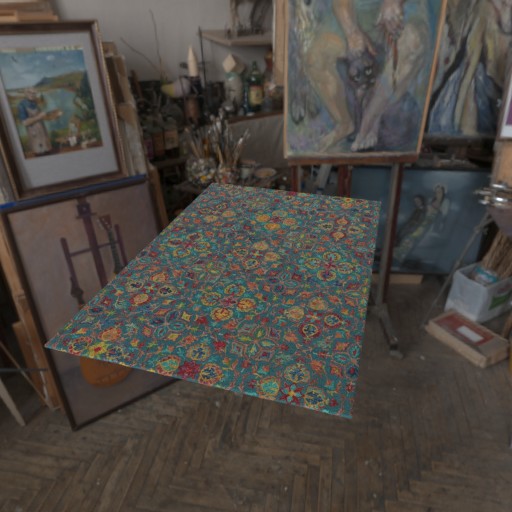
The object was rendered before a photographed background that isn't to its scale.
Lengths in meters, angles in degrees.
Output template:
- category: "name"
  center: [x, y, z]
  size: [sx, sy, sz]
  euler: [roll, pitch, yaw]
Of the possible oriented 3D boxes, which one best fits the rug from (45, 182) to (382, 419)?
- category: "rug"
  center: [0.000, 0.000, 2.372]
  size: [1.216, 0.014, 1.836]
  euler: [9, 32, 14]
